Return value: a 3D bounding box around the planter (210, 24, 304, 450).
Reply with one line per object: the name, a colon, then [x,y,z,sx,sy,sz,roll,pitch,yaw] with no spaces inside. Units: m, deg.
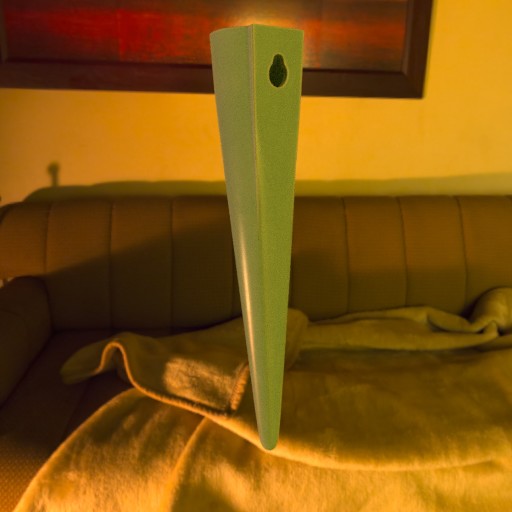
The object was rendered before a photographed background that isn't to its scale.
planter: [0.000,0.000,0.294,0.054,0.268,0.055,-7,16,-26]
